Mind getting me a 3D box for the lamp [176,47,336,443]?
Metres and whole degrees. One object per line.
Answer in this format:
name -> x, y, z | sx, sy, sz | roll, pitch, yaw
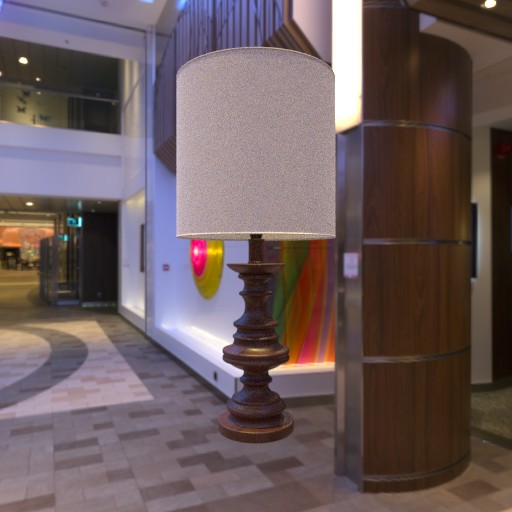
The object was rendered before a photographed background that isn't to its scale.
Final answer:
lamp -> 0.000, 0.000, 0.587 | 0.208, 0.455, 0.208 | 0, 0, 19
